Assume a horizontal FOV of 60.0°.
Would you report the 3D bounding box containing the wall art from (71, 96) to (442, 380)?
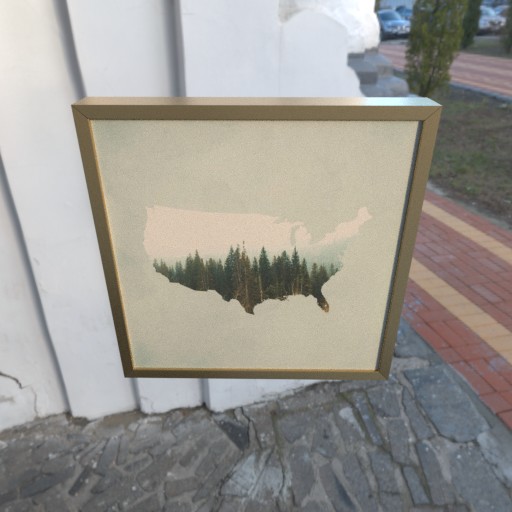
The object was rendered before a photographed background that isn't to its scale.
[{"bbox_3d":[0.000,0.000,0.454,0.304,0.304,0.038,0,29,1],"label":"wall art"}]
